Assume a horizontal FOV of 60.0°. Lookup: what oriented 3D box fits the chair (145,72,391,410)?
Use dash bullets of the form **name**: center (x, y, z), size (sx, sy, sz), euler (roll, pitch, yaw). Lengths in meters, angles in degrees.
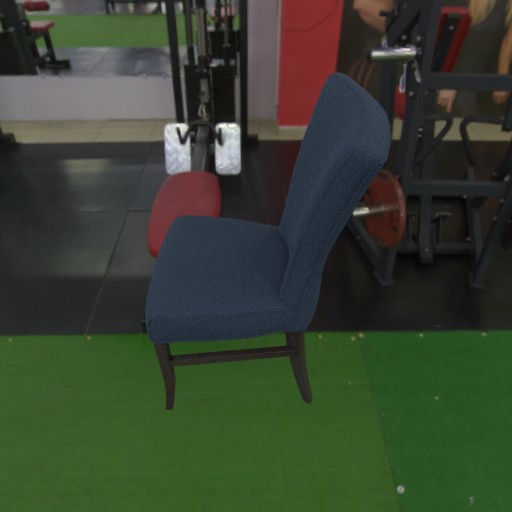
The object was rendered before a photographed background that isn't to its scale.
- **chair**: center (0.000, 0.000, 1.407), size (0.660, 0.991, 0.520), euler (1, 39, 1)
